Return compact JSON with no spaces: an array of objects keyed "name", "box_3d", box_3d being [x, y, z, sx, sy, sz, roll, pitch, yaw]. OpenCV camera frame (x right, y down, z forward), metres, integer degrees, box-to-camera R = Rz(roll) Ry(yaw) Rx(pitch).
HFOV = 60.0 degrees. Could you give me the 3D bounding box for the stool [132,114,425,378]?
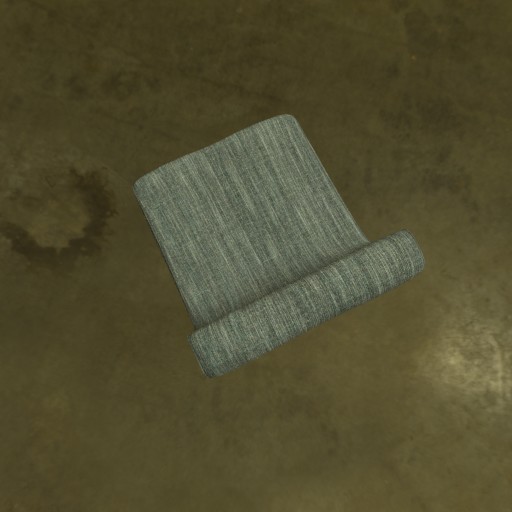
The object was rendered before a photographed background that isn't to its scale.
[{"name":"stool","box_3d":[0.000,0.000,1.237,0.426,0.965,0.499,-26,78,-6]}]
